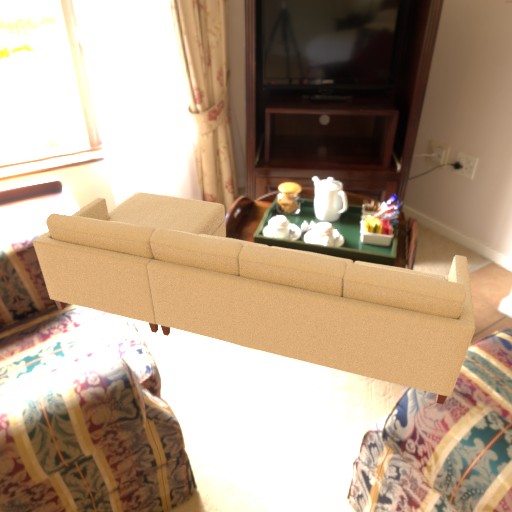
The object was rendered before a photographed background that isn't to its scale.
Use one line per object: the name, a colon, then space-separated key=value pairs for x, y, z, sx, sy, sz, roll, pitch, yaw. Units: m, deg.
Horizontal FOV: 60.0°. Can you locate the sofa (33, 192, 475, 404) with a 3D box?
sofa: x=0.000 y=0.000 z=4.014 sx=3.471 sy=0.954 sz=1.599 roll=10 pitch=34 yaw=16
